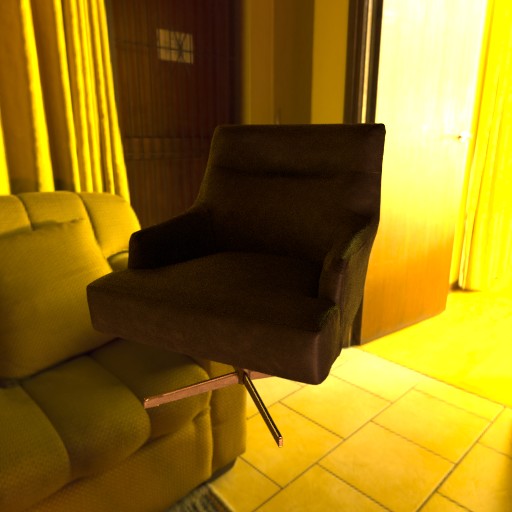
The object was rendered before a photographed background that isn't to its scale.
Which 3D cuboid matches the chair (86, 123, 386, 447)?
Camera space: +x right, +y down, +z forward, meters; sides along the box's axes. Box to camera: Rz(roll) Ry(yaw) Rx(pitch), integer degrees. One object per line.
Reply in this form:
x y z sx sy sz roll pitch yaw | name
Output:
0.000 0.000 1.495 0.738 0.870 0.874 7 17 25 | chair
